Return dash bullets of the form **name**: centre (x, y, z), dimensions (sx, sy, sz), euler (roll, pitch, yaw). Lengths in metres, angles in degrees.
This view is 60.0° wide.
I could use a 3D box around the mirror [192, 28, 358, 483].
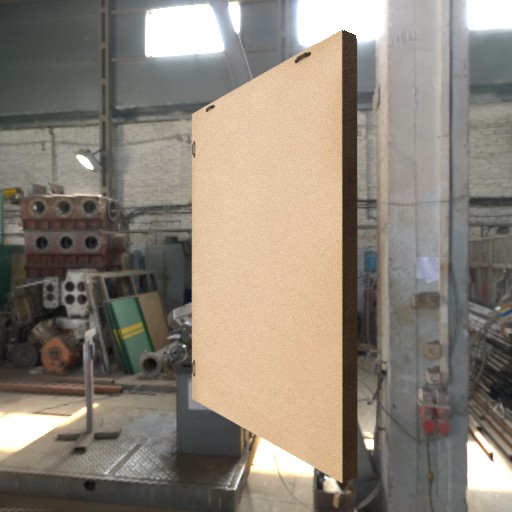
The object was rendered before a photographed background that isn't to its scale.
- **mirror**: centre (0.000, 0.000, 0.907), dimensions (0.040, 0.710, 0.507), euler (0, 0, -35)
